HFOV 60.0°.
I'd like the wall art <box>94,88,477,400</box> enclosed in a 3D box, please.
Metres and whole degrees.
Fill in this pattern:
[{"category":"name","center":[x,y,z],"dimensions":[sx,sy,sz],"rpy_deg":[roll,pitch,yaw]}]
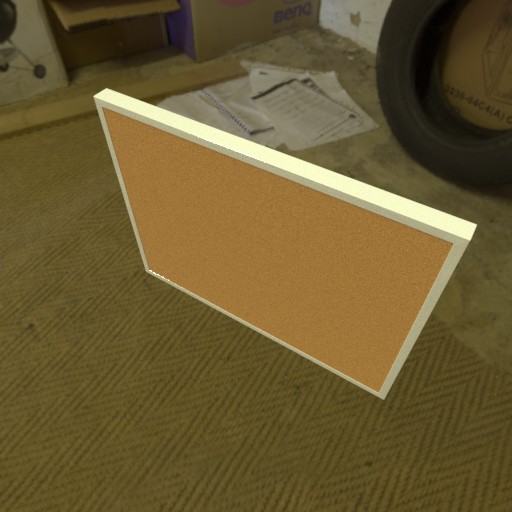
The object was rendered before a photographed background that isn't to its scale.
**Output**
[{"category":"wall art","center":[0.000,0.000,1.377],"dimensions":[1.041,0.787,0.053],"rpy_deg":[25,54,20]}]
